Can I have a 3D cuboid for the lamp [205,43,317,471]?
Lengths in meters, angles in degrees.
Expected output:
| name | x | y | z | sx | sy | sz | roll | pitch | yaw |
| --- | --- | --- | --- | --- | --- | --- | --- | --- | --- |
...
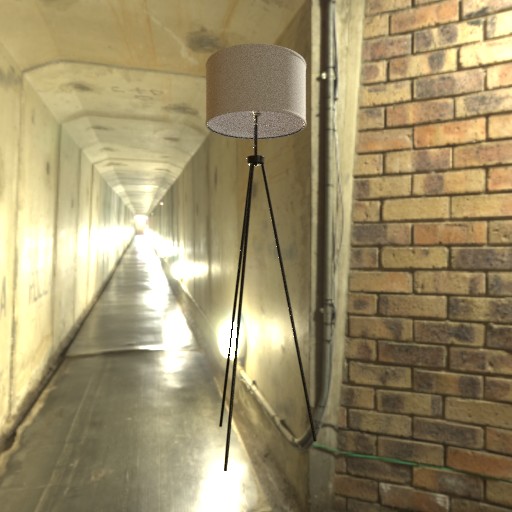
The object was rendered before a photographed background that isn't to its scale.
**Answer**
| name | x | y | z | sx | sy | sz | roll | pitch | yaw |
| --- | --- | --- | --- | --- | --- | --- | --- | --- | --- |
| lamp | 0.000 | 0.000 | 1.788 | 0.448 | 1.545 | 0.458 | 0 | 0 | 17 |
